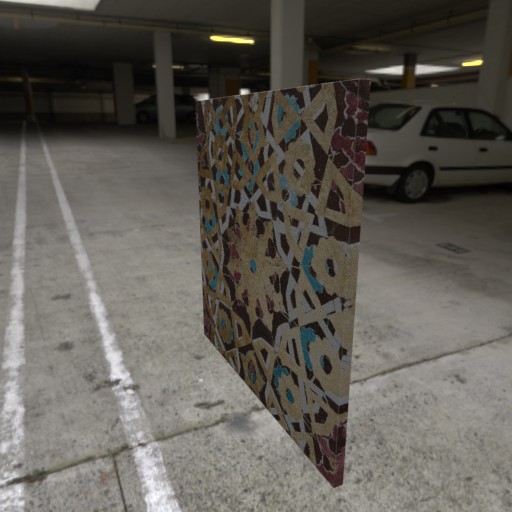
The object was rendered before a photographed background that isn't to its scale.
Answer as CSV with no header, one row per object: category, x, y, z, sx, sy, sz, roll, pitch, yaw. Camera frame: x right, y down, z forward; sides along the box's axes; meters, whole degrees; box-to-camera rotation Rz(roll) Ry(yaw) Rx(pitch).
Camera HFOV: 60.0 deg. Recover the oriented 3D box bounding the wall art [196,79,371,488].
wall art,0.000,0.000,1.106,0.028,0.762,0.757,-8,18,-25
